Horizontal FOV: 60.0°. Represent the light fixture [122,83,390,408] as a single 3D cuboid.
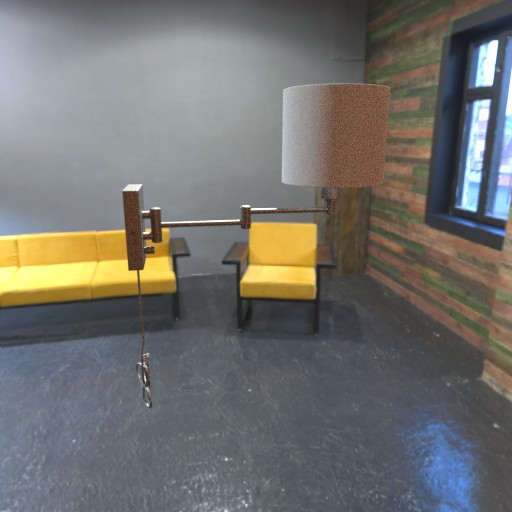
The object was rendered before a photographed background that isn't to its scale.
[{"bbox_3d":[0.000,0.000,0.916,0.516,0.651,0.203,-3,15,-10],"label":"light fixture"}]
